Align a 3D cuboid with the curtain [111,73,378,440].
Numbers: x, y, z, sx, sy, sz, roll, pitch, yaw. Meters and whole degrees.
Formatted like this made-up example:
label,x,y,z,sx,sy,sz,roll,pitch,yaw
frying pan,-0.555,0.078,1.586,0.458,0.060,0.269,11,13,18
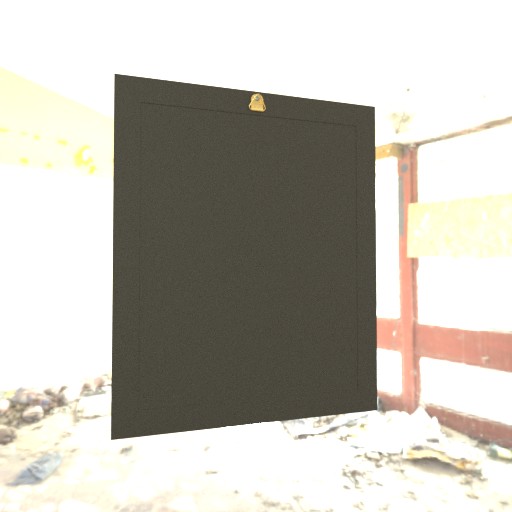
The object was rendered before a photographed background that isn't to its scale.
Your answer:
label,x,y,z,sx,sy,sz,roll,pitch,yaw
curtain,0.000,0.000,0.784,0.483,0.585,0.027,1,-2,-18
